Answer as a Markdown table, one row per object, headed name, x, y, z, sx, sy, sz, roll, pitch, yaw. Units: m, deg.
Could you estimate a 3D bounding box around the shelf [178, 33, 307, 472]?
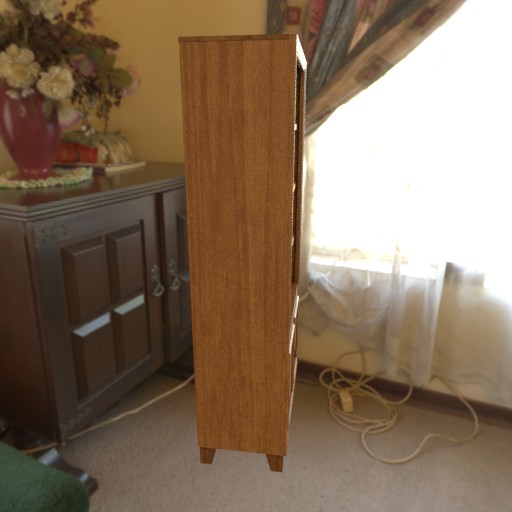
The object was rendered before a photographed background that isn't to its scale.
| name | x | y | z | sx | sy | sz | roll | pitch | yaw |
| --- | --- | --- | --- | --- | --- | --- | --- | --- | --- |
| shelf | 0.000 | 0.000 | 2.290 | 0.453 | 1.930 | 0.864 | 3 | 17 | 8 |
